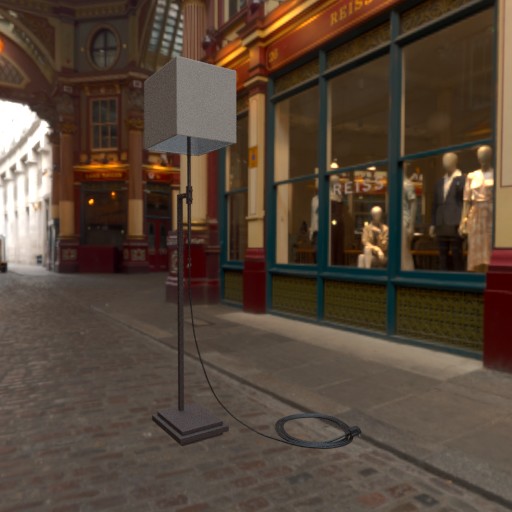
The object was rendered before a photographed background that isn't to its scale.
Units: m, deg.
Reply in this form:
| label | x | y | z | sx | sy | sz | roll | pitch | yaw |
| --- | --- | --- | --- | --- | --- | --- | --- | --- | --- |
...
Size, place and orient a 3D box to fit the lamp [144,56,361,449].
| label | x | y | z | sx | sy | sz | roll | pitch | yaw |
| --- | --- | --- | --- | --- | --- | --- | --- | --- | --- |
| lamp | 0.000 | 0.000 | 2.005 | 0.774 | 1.600 | 0.698 | -1 | 2 | -35 |
